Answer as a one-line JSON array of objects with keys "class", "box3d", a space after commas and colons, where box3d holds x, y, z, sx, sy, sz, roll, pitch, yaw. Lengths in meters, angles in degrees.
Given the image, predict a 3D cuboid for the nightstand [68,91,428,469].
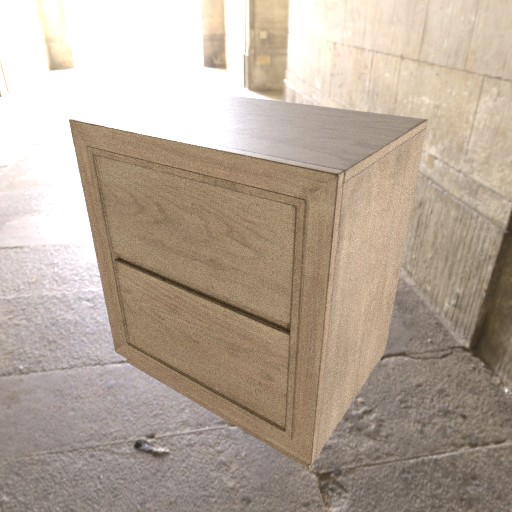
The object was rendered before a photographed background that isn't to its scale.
[{"class": "nightstand", "box3d": [0.000, 0.000, 1.098, 0.612, 0.673, 0.483, 19, 34, 30]}]
